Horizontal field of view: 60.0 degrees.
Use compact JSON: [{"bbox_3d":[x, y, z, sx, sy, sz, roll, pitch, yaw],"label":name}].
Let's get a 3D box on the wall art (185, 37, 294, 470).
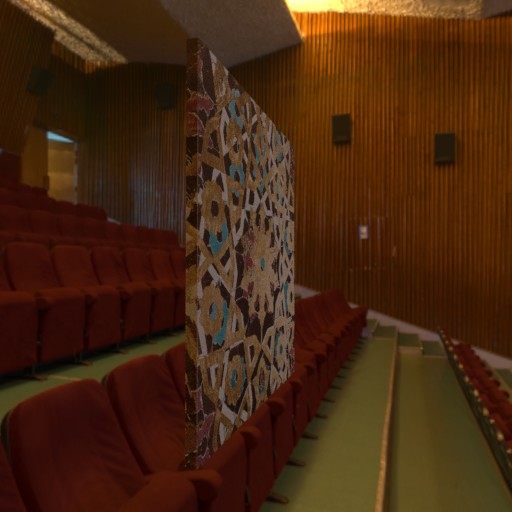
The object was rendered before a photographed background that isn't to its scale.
[{"bbox_3d":[0.000,0.000,1.143,0.028,0.762,0.757,0,-1,18],"label":"wall art"}]
